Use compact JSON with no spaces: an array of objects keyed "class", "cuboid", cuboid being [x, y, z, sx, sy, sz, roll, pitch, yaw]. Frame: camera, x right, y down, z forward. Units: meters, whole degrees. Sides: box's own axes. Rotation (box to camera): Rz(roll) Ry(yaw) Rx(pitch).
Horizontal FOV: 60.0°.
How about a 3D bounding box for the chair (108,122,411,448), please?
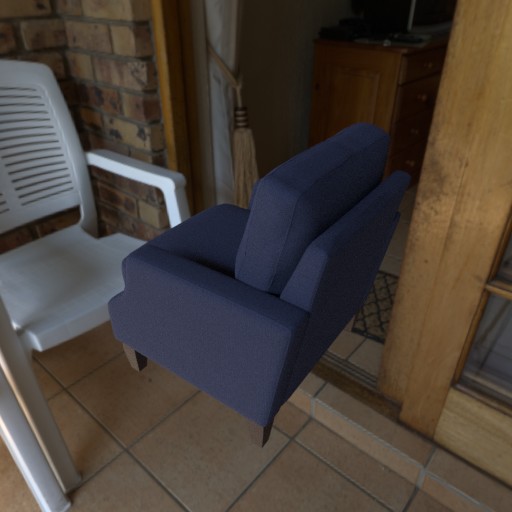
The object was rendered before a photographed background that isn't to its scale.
[{"class":"chair","cuboid":[0.000,0.000,1.723,0.897,0.991,0.855,21,38,29]}]
